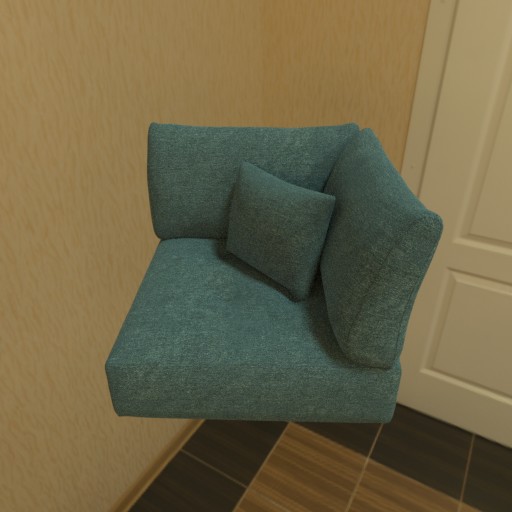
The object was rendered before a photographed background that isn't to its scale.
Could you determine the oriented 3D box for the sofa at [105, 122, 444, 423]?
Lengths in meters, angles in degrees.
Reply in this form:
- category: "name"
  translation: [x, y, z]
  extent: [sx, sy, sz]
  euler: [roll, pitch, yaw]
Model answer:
- category: "sofa"
  translation: [0.000, 0.000, 1.751]
  extent: [1.000, 0.820, 1.000]
  euler: [1, 30, 1]
